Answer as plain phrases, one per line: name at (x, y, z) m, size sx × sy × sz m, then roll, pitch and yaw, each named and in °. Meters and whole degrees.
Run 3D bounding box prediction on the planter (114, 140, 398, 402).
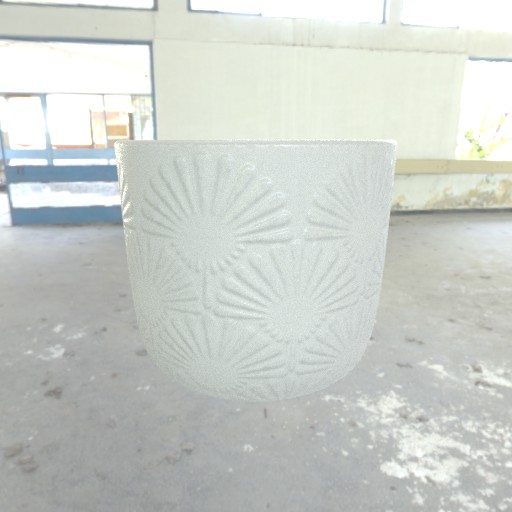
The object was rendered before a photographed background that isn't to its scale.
planter at (0.000, 0.000, 0.216) m, size 0.124 × 0.109 × 0.124 m, roll 0°, pitch 15°, yaw 0°
